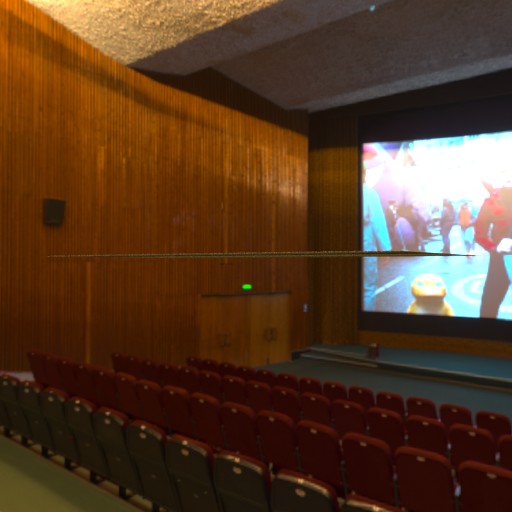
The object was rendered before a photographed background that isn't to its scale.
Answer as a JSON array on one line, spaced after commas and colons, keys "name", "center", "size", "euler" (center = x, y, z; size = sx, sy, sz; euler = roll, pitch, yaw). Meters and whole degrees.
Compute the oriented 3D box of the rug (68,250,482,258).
[{"name": "rug", "center": [0.000, 0.000, 2.923], "size": [2.453, 0.003, 1.519], "euler": [-1, -1, 37]}]
